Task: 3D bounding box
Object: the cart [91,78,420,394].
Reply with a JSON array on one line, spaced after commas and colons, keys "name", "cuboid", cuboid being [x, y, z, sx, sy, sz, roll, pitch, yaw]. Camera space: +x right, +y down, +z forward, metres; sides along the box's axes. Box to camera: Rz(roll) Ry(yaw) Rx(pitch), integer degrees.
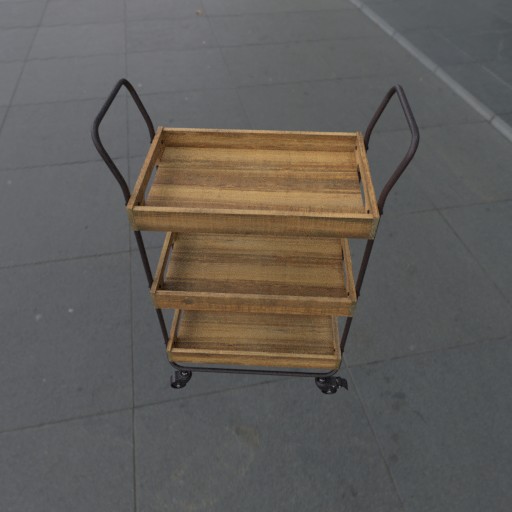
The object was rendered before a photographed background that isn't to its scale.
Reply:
[{"name": "cart", "cuboid": [0.000, 0.000, 1.155, 0.583, 0.857, 0.339, 2, 46, 2]}]
